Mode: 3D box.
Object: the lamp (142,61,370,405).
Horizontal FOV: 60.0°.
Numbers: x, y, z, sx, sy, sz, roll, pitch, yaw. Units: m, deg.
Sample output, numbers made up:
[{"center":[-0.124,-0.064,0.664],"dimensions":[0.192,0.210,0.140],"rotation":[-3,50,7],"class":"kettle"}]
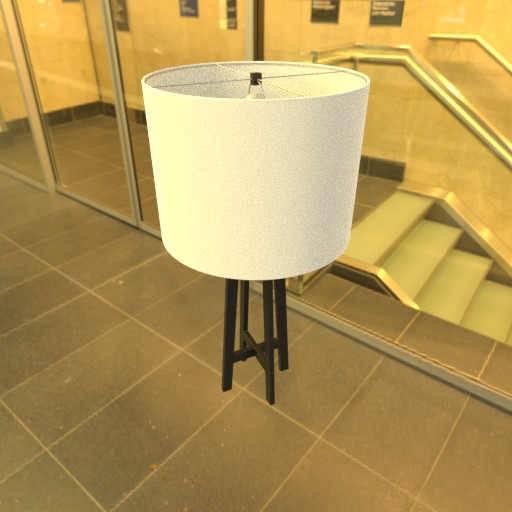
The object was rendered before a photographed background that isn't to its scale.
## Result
[{"center":[0.000,0.000,0.634],"dimensions":[0.257,0.489,0.257],"rotation":[10,32,17],"class":"lamp"}]
